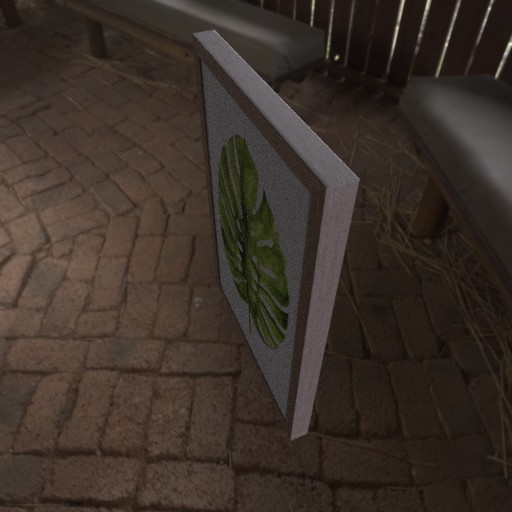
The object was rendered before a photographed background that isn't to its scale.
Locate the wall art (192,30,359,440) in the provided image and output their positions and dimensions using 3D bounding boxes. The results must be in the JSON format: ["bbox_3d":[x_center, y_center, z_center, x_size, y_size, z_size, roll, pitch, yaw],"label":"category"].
[{"bbox_3d":[0.000,0.000,0.653,0.032,0.510,0.358,-17,48,-16],"label":"wall art"}]
